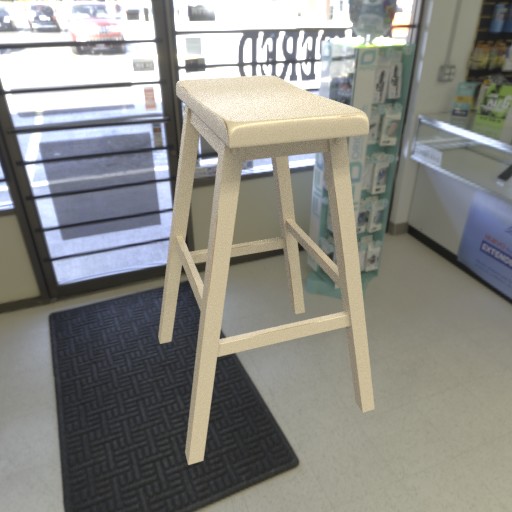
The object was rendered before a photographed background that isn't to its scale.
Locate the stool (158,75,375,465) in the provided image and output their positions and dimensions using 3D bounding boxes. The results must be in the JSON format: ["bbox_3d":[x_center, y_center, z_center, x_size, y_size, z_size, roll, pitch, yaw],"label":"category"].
[{"bbox_3d":[0.000,0.000,1.054,0.476,0.737,0.457,-10,32,-16],"label":"stool"}]
